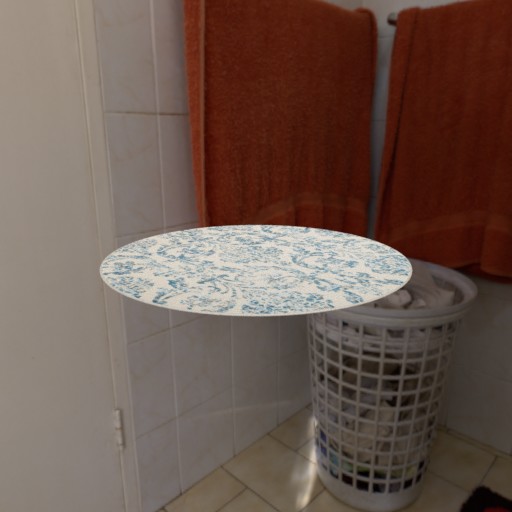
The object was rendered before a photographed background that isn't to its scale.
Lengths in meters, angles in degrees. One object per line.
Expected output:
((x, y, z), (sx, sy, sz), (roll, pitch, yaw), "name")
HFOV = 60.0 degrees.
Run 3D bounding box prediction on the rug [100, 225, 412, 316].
((0.000, 0.000, 2.384), (1.593, 0.012, 1.593), (0, 16, 0), "rug")
